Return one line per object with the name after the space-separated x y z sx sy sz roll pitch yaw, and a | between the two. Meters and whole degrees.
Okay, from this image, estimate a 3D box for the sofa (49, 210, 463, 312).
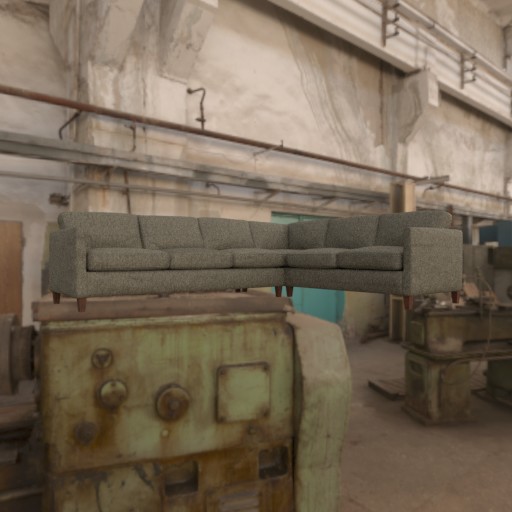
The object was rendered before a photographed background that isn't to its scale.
0.000 0.000 4.408 3.302 0.947 2.593 0 0 -38 | sofa
